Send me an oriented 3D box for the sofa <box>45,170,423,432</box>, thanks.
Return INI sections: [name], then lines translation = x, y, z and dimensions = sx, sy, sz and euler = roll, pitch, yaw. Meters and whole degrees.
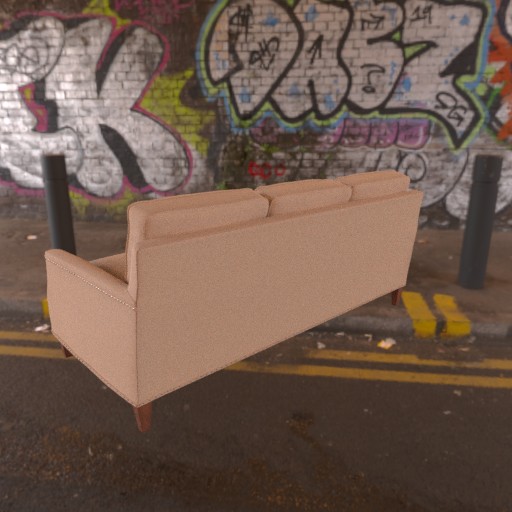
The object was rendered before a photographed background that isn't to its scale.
[sofa]
translation = 0.000, 0.000, 2.800
dimensions = 2.246, 1.003, 1.084
euler = -15, 22, -41
